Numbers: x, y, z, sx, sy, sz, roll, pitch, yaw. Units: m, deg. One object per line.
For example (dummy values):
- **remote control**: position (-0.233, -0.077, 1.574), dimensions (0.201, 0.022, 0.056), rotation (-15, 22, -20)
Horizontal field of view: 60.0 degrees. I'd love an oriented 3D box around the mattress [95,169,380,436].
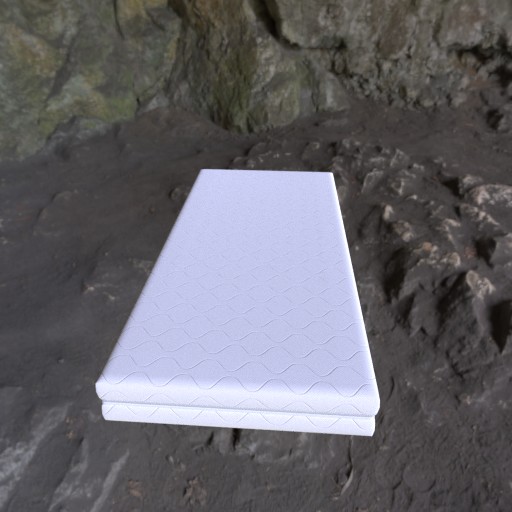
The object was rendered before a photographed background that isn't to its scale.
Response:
- **mattress**: position (0.000, 0.000, 2.224), dimensions (0.900, 0.200, 1.900), rotation (2, 32, 3)
